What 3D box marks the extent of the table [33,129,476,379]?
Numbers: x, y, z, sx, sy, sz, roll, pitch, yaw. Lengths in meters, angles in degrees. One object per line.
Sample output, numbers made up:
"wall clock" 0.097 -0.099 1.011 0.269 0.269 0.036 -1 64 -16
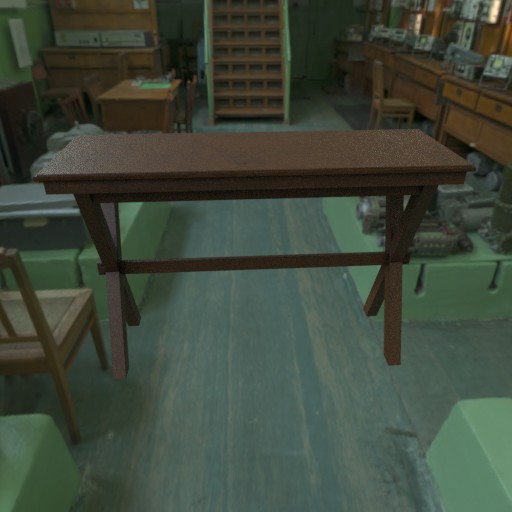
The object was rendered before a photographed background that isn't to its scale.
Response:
"table" 0.000 0.000 1.553 1.197 0.763 0.399 -2 30 -3
